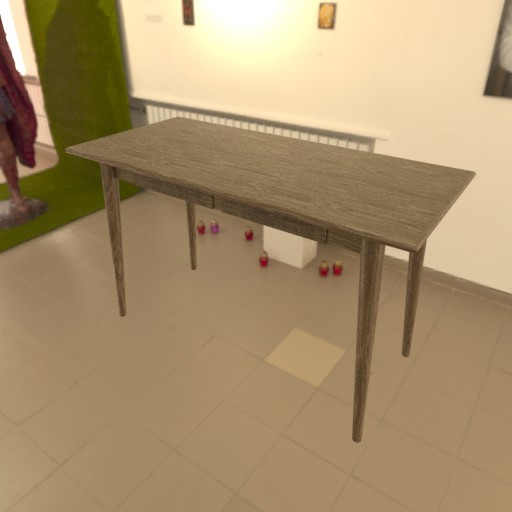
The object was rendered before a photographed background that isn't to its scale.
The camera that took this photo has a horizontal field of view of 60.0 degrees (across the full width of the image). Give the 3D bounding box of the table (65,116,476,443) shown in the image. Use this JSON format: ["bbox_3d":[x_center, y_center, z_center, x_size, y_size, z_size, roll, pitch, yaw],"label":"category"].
[{"bbox_3d":[0.000,0.000,1.721,1.300,0.780,0.599,20,36,29],"label":"table"}]
